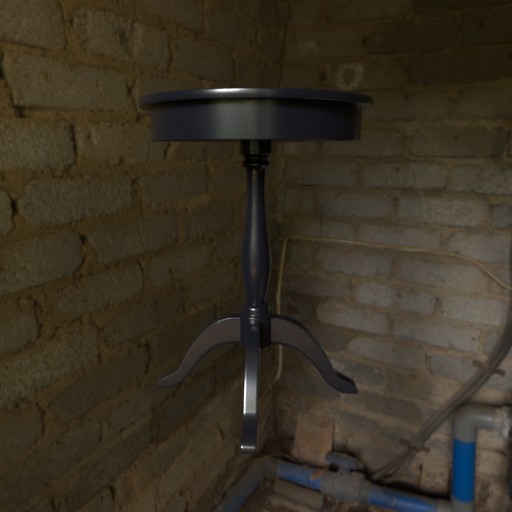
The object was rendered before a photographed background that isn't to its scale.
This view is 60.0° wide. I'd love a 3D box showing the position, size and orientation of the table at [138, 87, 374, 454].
[{"bbox_3d":[0.000,0.000,1.006,0.481,0.665,0.481,0,14,0],"label":"table"}]
